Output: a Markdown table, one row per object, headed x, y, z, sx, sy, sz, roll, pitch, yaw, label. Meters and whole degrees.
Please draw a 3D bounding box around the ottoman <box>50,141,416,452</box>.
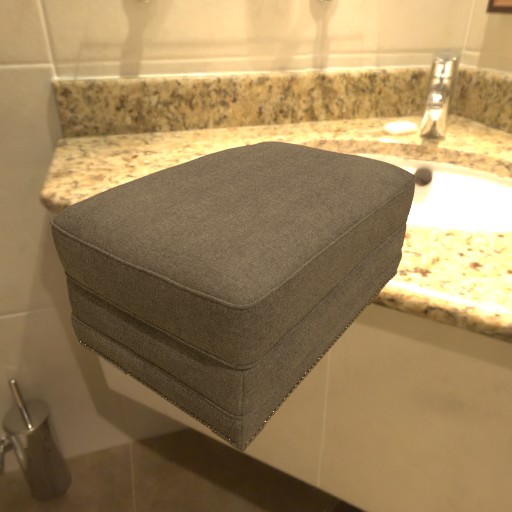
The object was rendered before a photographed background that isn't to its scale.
| x | y | z | sx | sy | sz | roll | pitch | yaw | label |
| --- | --- | --- | --- | --- | --- | --- | --- | --- | --- |
| 0.000 | 0.000 | 1.164 | 0.561 | 0.457 | 0.813 | 20 | 36 | 31 | ottoman |
